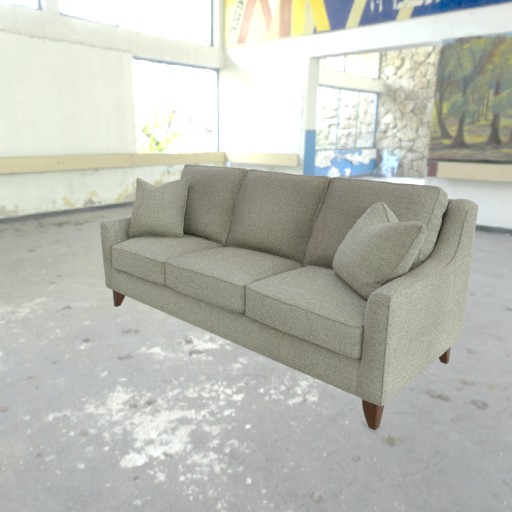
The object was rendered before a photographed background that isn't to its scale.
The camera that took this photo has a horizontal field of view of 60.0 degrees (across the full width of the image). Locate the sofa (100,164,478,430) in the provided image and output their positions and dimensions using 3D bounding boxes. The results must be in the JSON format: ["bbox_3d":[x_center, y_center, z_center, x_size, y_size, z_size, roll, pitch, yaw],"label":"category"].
[{"bbox_3d":[0.000,0.000,2.489,2.031,0.914,0.865,14,20,41],"label":"sofa"}]
